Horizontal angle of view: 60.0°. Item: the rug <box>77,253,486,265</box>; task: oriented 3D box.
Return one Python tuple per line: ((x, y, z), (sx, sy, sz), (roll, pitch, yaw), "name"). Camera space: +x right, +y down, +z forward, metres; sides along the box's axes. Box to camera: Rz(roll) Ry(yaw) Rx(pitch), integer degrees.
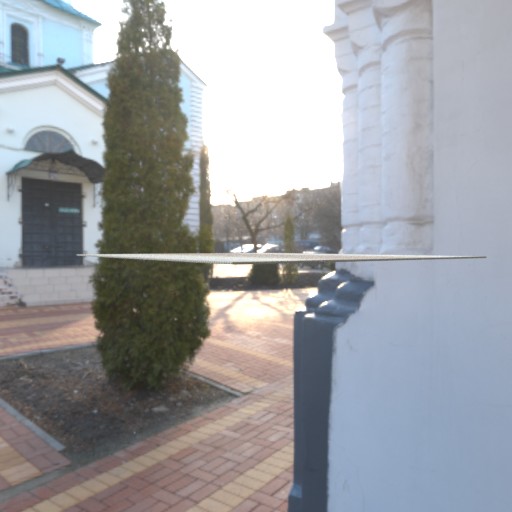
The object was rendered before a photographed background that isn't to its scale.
((0.000, 0.000, 4.103), (2.438, 0.013, 3.048), (-1, 1, -36), "rug")
